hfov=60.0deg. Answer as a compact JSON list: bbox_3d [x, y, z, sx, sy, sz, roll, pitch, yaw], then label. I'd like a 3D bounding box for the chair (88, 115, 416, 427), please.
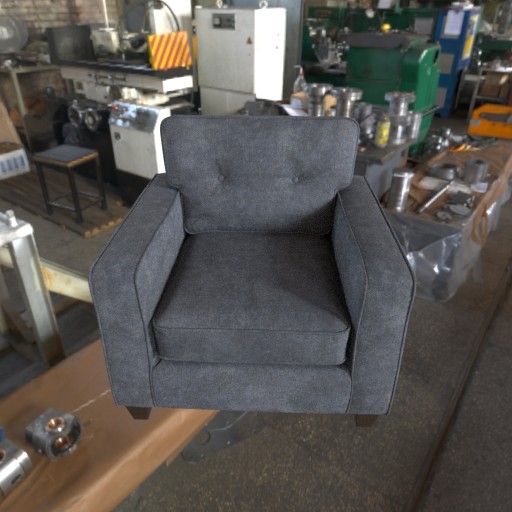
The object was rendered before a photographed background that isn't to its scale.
[{"bbox_3d":[0.000,0.000,1.779,1.015,0.965,0.939,1,30,2],"label":"chair"}]
